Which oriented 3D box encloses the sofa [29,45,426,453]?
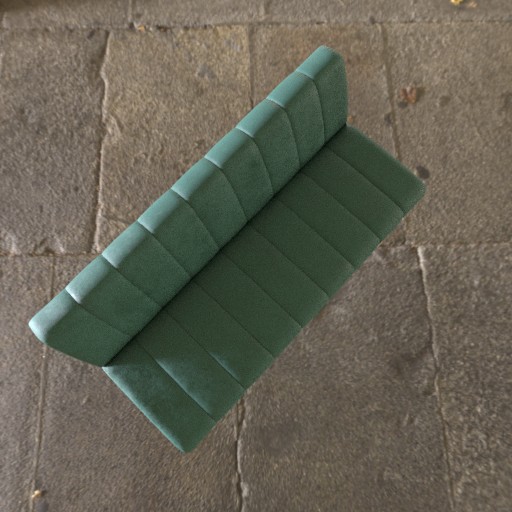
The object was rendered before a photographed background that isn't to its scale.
[{"bbox_3d":[0.000,0.000,2.219,0.830,0.820,1.810,42,80,10],"label":"sofa"}]
